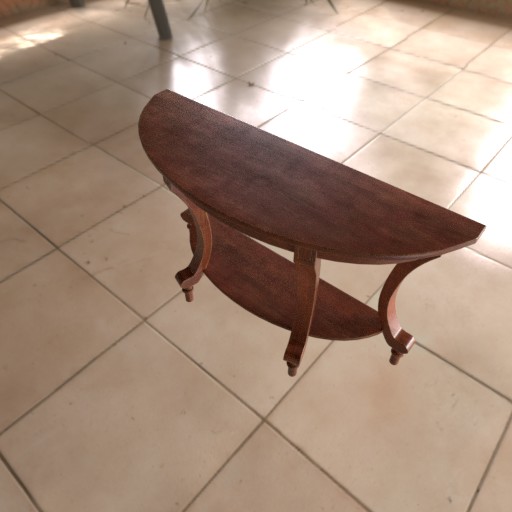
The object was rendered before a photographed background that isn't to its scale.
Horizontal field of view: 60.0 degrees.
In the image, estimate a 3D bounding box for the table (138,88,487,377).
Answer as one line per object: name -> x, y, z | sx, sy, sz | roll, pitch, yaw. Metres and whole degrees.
table -> 0.000, 0.000, 1.536 | 1.198, 0.699, 0.394 | 31, 53, 27
